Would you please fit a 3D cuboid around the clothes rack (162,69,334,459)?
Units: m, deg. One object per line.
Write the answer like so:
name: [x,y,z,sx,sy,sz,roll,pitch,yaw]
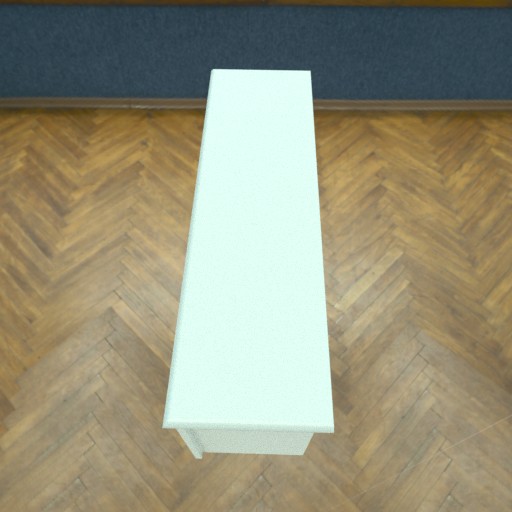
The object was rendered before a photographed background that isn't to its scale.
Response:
clothes rack: [0.000,0.000,1.355,0.324,0.531,1.120,1,57,1]
